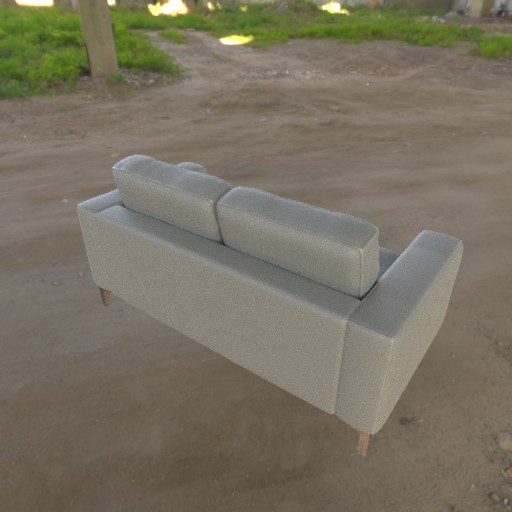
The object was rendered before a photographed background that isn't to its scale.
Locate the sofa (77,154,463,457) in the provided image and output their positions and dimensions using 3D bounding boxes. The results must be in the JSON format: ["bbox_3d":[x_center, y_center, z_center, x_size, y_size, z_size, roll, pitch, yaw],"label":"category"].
[{"bbox_3d":[0.000,0.000,2.199,1.726,0.892,0.833,21,38,30],"label":"sofa"}]
